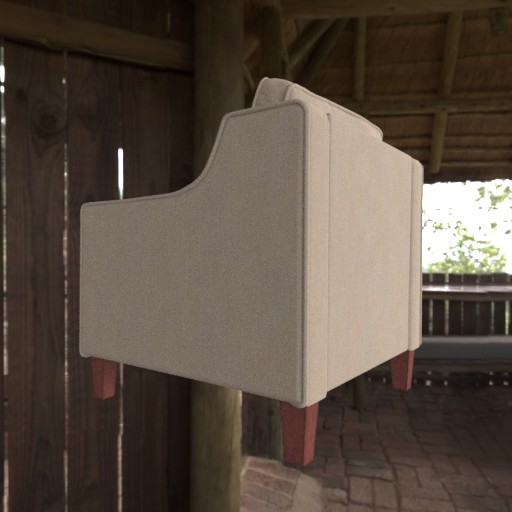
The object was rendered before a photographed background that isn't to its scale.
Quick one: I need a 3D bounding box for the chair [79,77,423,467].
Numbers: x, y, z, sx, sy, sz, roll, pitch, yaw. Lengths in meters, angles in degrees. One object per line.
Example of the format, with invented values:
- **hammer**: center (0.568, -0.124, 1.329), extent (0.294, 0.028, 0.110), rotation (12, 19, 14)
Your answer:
- **chair**: center (0.000, 0.000, 1.562), extent (0.909, 0.960, 0.831), rotation (0, 0, 37)
